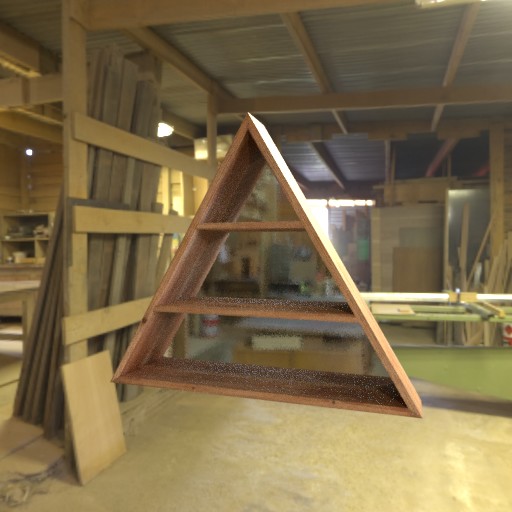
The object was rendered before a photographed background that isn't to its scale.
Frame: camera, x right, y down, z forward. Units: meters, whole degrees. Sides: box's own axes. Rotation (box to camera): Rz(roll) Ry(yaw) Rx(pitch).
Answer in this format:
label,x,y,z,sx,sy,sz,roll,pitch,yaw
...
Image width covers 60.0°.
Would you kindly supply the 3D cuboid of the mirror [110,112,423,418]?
label,x,y,z,sx,sy,sz,roll,pitch,yaw
mirror,0.000,0.000,0.892,0.631,0.548,0.100,0,1,19
